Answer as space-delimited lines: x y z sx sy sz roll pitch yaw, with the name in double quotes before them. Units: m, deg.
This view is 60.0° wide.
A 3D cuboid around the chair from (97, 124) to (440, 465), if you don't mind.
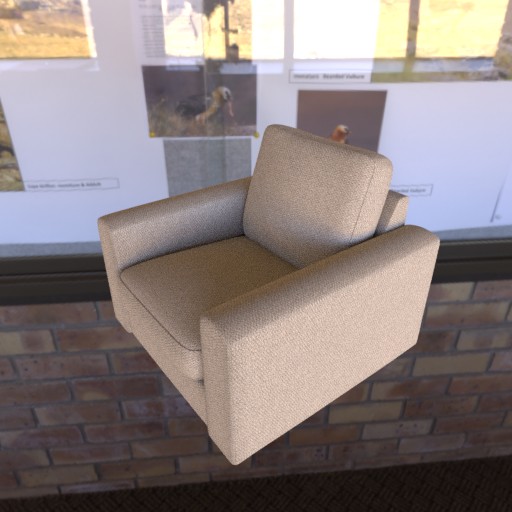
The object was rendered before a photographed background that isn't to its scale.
"chair" 0.000 0.000 1.821 1.016 0.873 1.005 -21 36 -32
